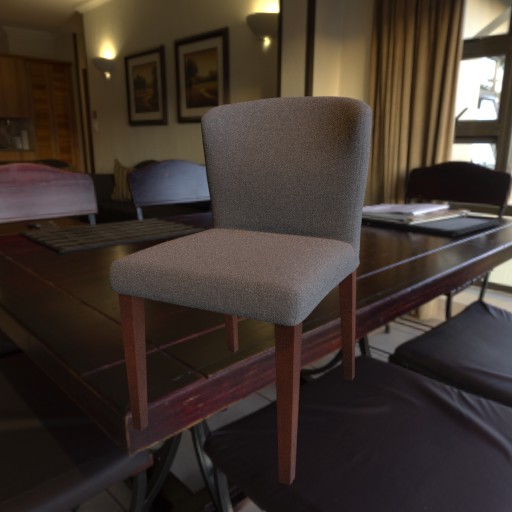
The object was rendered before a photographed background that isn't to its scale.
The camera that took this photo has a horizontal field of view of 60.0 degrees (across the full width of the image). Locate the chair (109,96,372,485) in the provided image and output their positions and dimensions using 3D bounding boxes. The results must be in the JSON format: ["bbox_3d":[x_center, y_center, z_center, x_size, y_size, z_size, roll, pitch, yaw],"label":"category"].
[{"bbox_3d":[0.000,0.000,1.166,0.491,0.839,0.589,7,16,26],"label":"chair"}]
